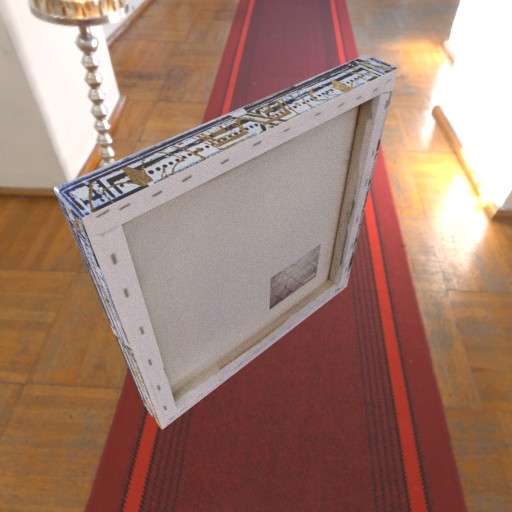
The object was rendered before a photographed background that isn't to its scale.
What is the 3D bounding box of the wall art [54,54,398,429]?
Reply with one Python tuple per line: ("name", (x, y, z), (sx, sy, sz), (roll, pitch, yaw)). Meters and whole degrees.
("wall art", (0.000, 0.000, 0.445), (0.302, 0.306, 0.038), (-33, 55, -27))
